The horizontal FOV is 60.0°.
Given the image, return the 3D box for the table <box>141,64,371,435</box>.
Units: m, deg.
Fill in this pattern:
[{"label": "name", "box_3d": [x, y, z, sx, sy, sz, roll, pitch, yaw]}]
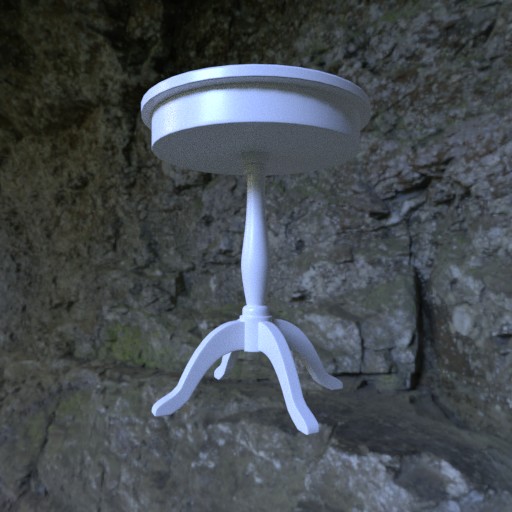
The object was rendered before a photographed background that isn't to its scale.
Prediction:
[{"label": "table", "box_3d": [0.000, 0.000, 1.014, 0.513, 0.653, 0.513, 0, -1, 0]}]
